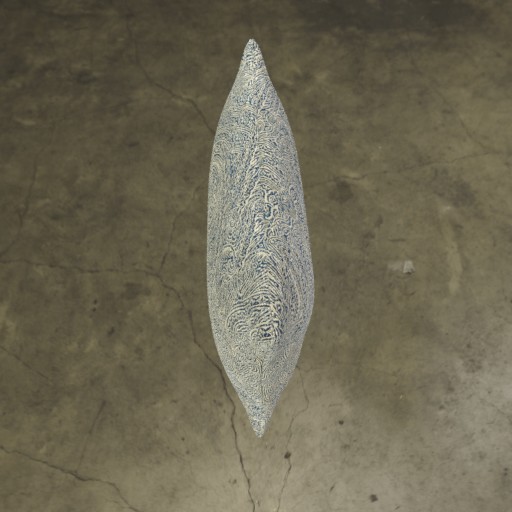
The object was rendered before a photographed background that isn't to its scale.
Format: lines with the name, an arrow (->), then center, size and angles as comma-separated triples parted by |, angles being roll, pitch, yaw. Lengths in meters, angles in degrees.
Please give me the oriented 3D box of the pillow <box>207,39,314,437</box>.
pillow -> 0.000, 0.000, 0.789 | 0.166, 0.510, 0.523 | -2, 58, -1
